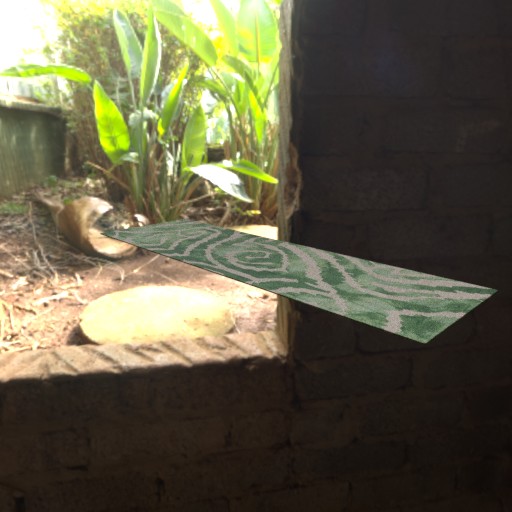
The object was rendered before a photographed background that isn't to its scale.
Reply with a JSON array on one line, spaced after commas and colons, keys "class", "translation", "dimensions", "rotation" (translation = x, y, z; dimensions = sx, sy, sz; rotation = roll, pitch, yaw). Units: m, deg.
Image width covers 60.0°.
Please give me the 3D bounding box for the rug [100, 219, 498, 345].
[{"class": "rug", "translation": [0.000, 0.000, 2.638], "dimensions": [0.761, 0.006, 2.438], "rotation": [-15, 22, -43]}]
